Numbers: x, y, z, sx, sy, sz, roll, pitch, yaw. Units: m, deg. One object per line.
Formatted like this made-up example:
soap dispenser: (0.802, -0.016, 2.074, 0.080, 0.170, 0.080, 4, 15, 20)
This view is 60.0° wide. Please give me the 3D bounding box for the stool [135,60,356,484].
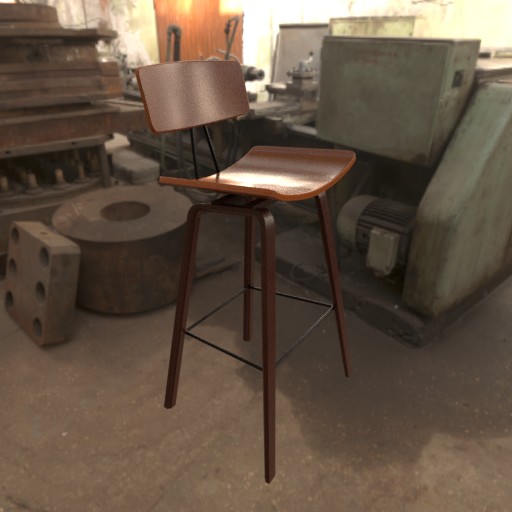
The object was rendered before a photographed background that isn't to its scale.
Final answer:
stool: (0.000, 0.000, 1.215, 0.440, 0.969, 0.509, 17, 31, 31)
